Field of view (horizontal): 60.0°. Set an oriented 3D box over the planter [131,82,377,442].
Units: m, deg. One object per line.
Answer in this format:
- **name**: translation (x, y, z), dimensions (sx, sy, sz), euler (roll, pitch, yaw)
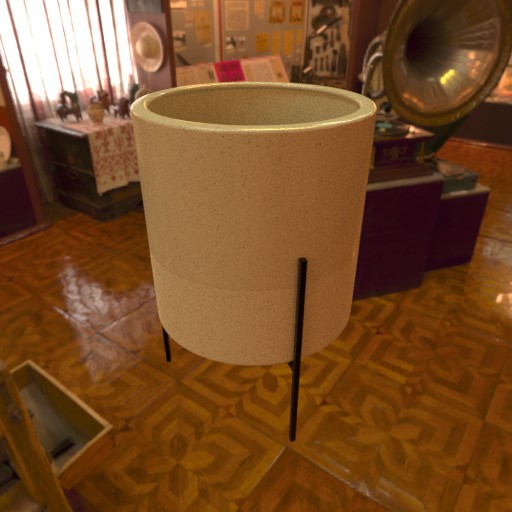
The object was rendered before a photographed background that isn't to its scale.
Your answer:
- **planter**: translation (0.000, 0.000, 0.700), dimensions (0.314, 0.475, 0.323), euler (22, 36, 33)
